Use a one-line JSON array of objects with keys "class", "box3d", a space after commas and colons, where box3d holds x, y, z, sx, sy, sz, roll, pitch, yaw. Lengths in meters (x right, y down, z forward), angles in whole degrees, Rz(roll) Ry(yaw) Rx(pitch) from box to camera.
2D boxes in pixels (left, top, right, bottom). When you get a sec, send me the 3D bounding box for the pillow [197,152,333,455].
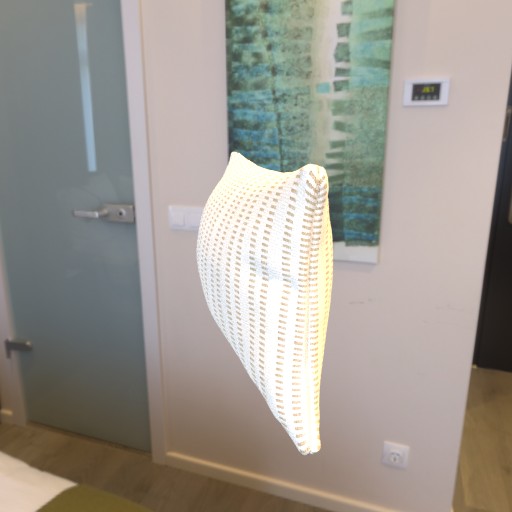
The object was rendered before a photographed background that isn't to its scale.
[{"class": "pillow", "box3d": [0.000, 0.000, 0.798, 0.210, 0.353, 0.640, -3, 15, -10]}]
